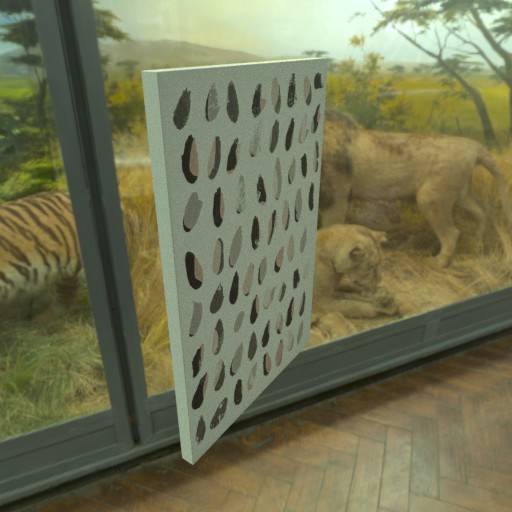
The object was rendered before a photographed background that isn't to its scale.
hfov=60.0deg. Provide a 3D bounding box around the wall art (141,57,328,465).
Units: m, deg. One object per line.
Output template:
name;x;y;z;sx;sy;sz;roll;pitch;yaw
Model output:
wall art;0.000;0.000;0.760;0.025;0.608;0.405;17;31;31
